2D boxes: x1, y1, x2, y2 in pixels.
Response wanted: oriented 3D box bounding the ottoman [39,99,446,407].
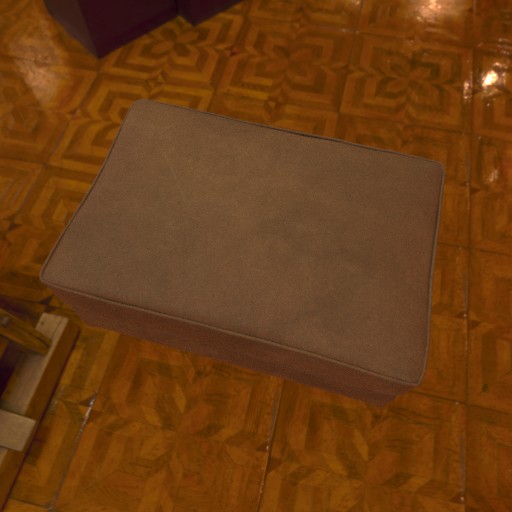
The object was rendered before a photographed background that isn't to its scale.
[{"bbox_3d":[0.000,0.000,1.211,0.860,0.481,0.596,14,63,7],"label":"ottoman"}]
